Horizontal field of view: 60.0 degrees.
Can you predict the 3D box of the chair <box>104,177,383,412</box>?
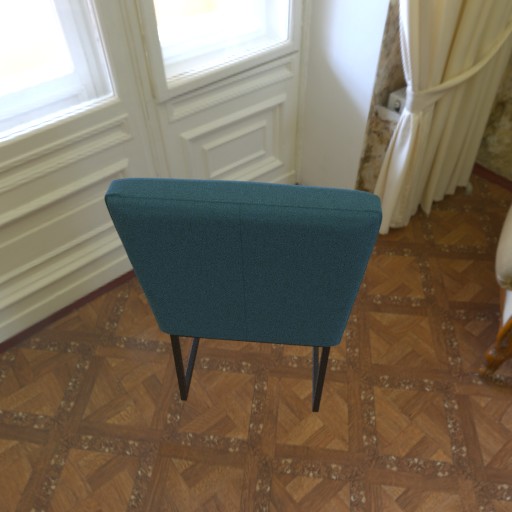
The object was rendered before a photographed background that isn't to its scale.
[{"bbox_3d":[0.000,0.000,1.322,0.520,0.930,0.634,4,47,4],"label":"chair"}]
